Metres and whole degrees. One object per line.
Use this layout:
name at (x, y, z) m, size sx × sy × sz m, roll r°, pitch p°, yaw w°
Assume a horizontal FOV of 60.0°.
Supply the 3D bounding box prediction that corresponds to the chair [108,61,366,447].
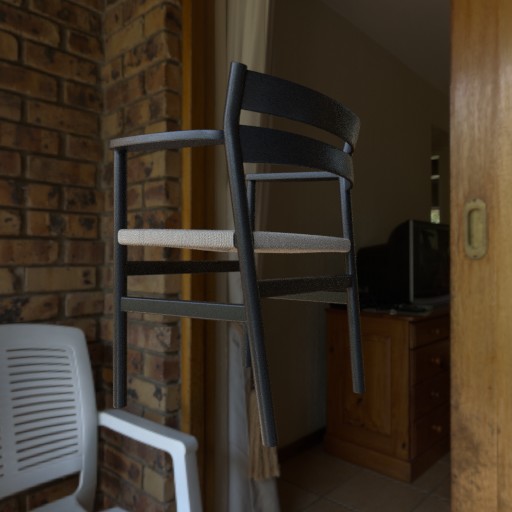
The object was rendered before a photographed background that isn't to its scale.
chair at (0.000, 0.000, 1.195) m, size 0.508 × 0.775 × 0.630 m, roll 0°, pitch 0°, yaw 37°
